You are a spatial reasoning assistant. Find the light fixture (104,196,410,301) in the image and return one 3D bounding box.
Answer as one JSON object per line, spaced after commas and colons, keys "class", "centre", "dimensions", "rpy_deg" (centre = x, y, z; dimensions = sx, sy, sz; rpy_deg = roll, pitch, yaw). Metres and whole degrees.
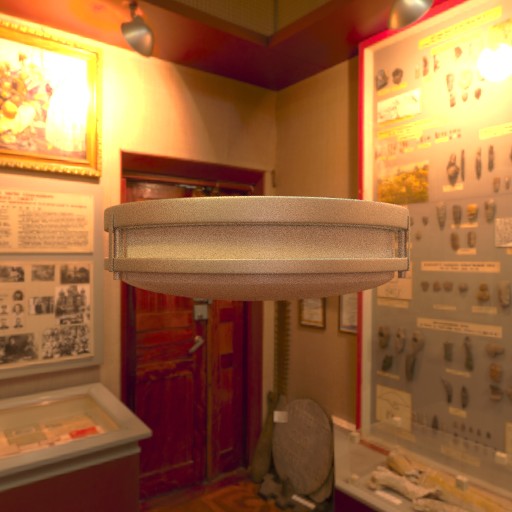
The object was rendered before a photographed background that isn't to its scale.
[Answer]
{"class": "light fixture", "centre": [0.000, 0.000, 0.544], "dimensions": [0.356, 0.102, 0.356], "rpy_deg": [0, 0, 0]}
